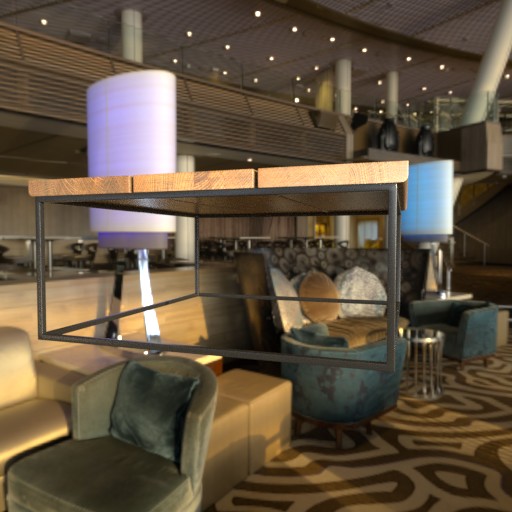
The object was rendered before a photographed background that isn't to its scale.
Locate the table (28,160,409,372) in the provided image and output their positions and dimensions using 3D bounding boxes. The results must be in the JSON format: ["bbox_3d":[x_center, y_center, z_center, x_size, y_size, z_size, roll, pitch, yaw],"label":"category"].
[{"bbox_3d":[0.000,0.000,1.400,0.900,0.400,0.900,1,2,19],"label":"table"}]
